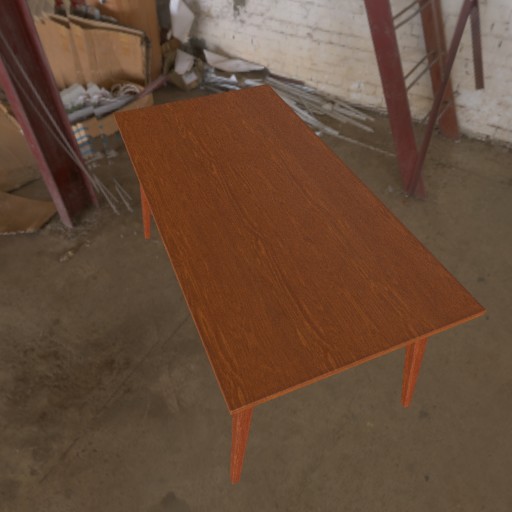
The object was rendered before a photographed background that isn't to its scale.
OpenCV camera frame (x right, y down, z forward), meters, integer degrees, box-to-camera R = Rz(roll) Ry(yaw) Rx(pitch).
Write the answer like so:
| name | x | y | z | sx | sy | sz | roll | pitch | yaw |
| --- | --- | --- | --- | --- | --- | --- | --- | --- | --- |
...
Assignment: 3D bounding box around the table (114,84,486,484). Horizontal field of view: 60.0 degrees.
| name | x | y | z | sx | sy | sz | roll | pitch | yaw |
| --- | --- | --- | --- | --- | --- | --- | --- | --- | --- |
| table | 0.000 | 0.000 | 1.989 | 0.811 | 0.755 | 1.609 | -17 | 48 | -16 |
